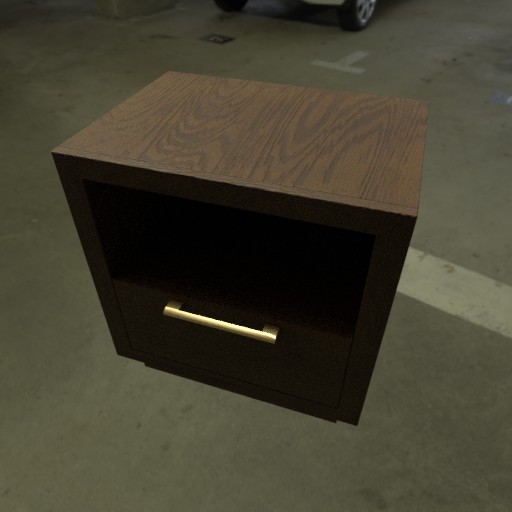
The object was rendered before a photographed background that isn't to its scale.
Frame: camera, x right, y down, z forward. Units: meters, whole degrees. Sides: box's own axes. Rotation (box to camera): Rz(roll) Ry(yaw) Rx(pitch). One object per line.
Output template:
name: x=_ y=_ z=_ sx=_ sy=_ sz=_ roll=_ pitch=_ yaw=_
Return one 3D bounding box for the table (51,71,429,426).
table: x=0.000 y=0.000 z=0.956 sx=0.560 sy=0.585 sz=0.439 roll=12 pitch=42 yaw=14
